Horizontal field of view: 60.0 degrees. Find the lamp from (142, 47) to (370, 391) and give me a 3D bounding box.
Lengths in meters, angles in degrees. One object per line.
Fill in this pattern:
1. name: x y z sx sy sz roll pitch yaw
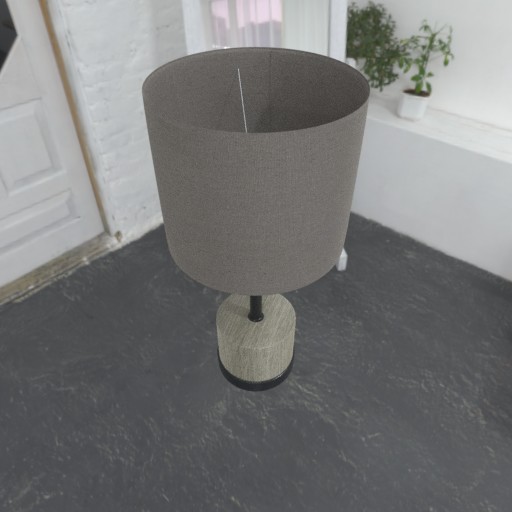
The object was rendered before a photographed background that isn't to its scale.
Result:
1. lamp: 0.000 0.000 0.603 0.229 0.470 0.229 13 43 14
